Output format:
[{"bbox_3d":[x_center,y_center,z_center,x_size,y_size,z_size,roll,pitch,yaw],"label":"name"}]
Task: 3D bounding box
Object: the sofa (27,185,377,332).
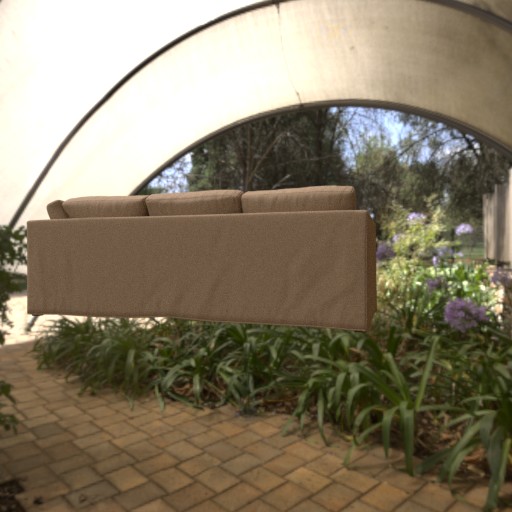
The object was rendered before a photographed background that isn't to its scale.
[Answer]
[{"bbox_3d":[0.000,0.000,4.493,2.427,0.882,3.460,0,0,17],"label":"sofa"}]
